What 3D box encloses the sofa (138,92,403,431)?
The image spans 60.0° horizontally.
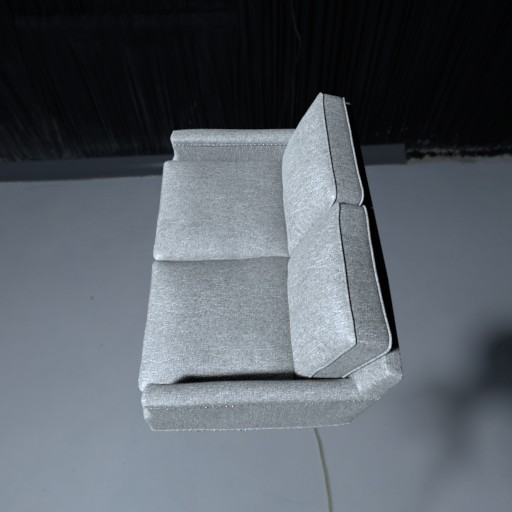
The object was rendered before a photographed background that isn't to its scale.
[{"bbox_3d":[0.000,0.000,2.305,1.084,1.003,1.597,-1,59,-1],"label":"sofa"}]
